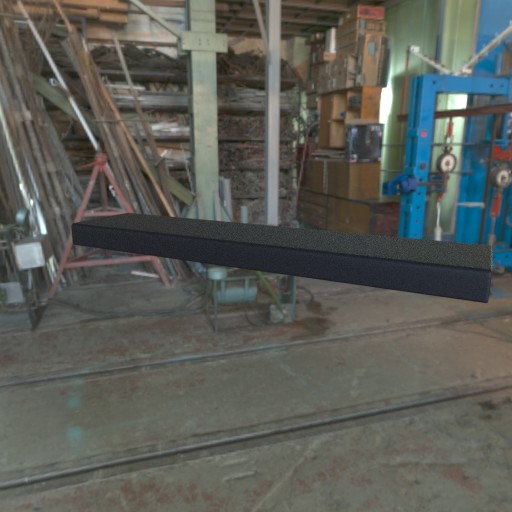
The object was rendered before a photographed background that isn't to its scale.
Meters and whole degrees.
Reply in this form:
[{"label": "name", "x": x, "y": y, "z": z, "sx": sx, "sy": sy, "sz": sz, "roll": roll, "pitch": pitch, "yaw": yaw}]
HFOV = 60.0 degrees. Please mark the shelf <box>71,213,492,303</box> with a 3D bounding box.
[{"label": "shelf", "x": 0.000, "y": 0.000, "z": 0.488, "sx": 0.456, "sy": 0.053, "sz": 0.102, "roll": 7, "pitch": 16, "yaw": 26}]
